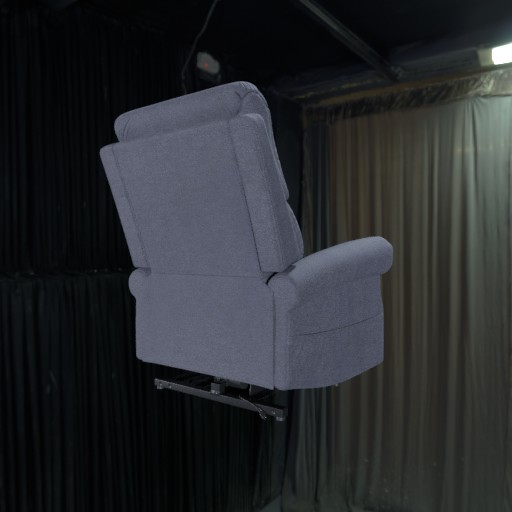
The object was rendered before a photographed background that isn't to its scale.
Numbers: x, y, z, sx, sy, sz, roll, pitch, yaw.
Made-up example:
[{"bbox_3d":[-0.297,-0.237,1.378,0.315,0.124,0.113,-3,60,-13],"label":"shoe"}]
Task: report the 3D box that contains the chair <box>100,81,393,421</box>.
[{"bbox_3d":[0.000,0.000,1.772,0.871,1.031,0.979,1,1,36],"label":"chair"}]
